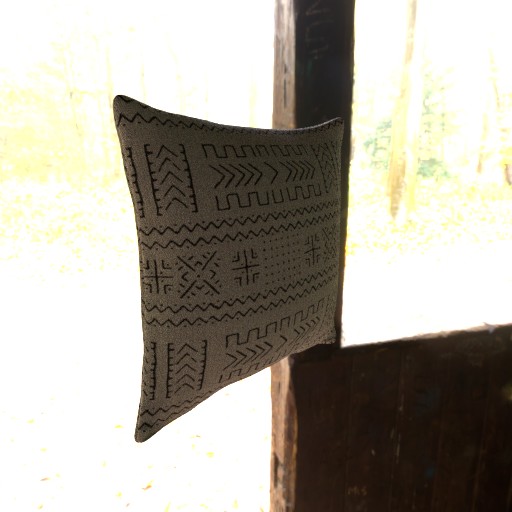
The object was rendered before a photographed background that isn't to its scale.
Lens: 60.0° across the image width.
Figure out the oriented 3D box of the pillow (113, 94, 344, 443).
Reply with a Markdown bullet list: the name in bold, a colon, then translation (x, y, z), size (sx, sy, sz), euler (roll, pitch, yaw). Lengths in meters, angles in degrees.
- **pillow**: translation (0.000, 0.000, 0.673), size (0.164, 0.430, 0.438), euler (13, 19, 43)
